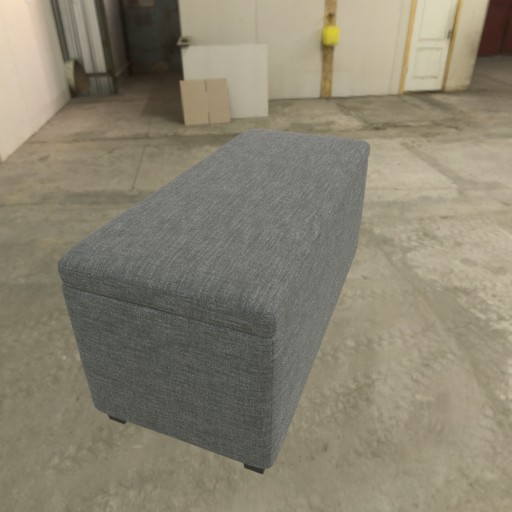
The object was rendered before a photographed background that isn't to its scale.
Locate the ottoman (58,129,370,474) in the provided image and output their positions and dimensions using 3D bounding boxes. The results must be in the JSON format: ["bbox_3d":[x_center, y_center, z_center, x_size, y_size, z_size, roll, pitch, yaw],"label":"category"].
[{"bbox_3d":[0.000,0.000,1.132,0.419,0.432,0.902,11,33,18],"label":"ottoman"}]
